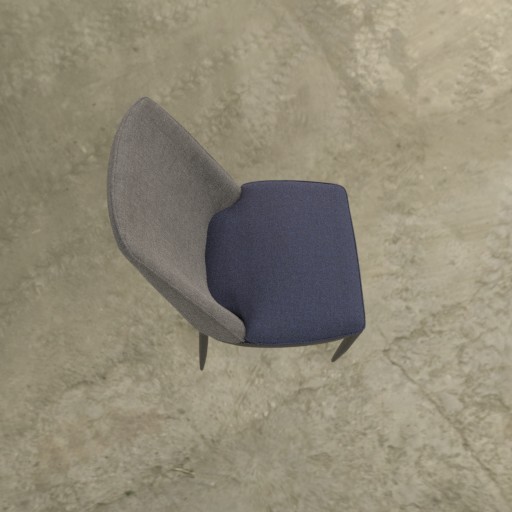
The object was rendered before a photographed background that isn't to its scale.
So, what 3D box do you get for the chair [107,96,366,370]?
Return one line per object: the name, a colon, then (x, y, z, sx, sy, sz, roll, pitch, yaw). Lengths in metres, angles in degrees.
chair: (0.000, 0.000, 1.194, 0.550, 0.855, 0.488, -2, 65, -1)
